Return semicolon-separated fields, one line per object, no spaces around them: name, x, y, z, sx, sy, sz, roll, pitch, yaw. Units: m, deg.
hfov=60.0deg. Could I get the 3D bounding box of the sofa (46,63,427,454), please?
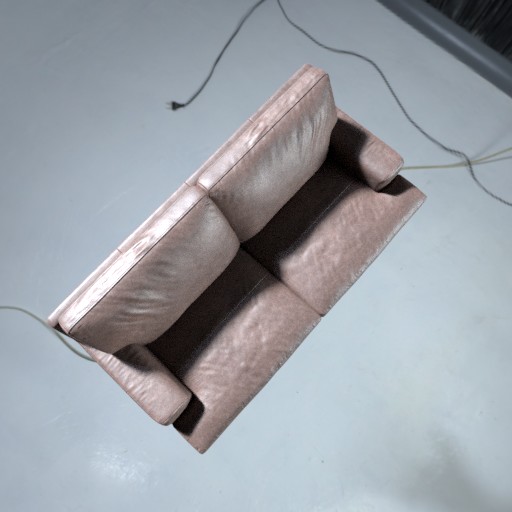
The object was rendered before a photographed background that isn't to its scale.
sofa;0.000;0.000;2.783;1.143;0.941;2.261;42;80;9
